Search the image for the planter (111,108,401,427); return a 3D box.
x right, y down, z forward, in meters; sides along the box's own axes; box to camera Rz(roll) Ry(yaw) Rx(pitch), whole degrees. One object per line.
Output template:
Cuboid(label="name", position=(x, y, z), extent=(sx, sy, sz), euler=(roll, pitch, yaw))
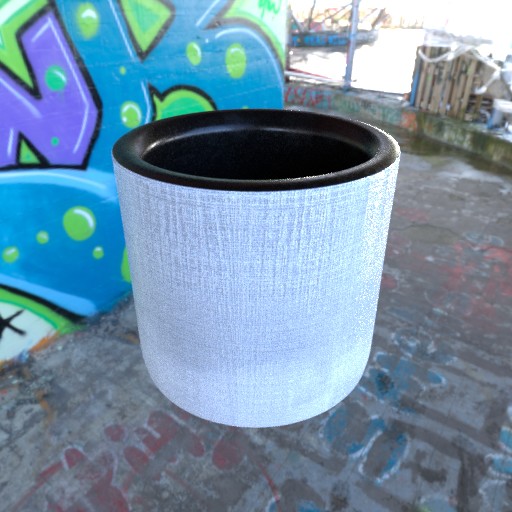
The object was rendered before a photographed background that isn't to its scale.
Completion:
Cuboid(label="planter", position=(0.000, 0.000, 0.288), extent=(0.160, 0.156, 0.160), euler=(0, 30, 0))
